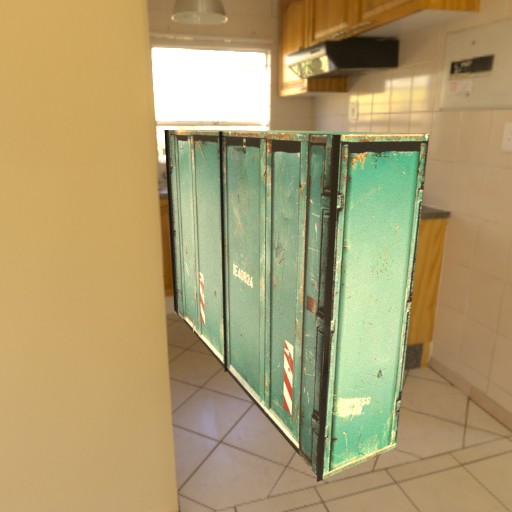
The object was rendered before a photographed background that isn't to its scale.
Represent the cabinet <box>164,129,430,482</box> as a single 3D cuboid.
[{"bbox_3d":[0.000,0.000,3.975,0.680,2.160,3.001,-8,18,-26],"label":"cabinet"}]
